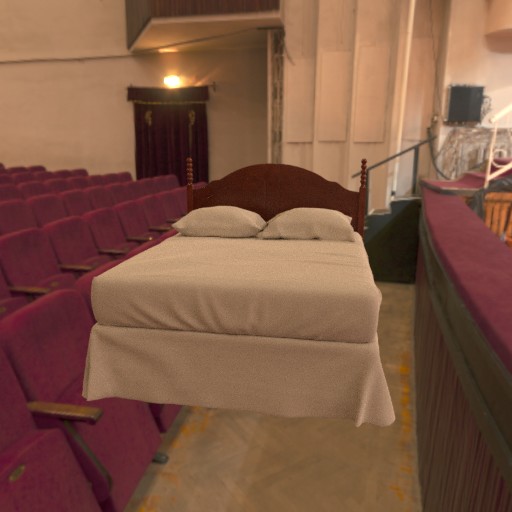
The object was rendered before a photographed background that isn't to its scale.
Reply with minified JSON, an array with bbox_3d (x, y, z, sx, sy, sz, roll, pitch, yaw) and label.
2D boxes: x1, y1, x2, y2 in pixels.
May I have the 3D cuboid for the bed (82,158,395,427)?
[{"bbox_3d":[0.000,0.000,3.230,1.873,1.356,2.040,2,14,10],"label":"bed"}]
